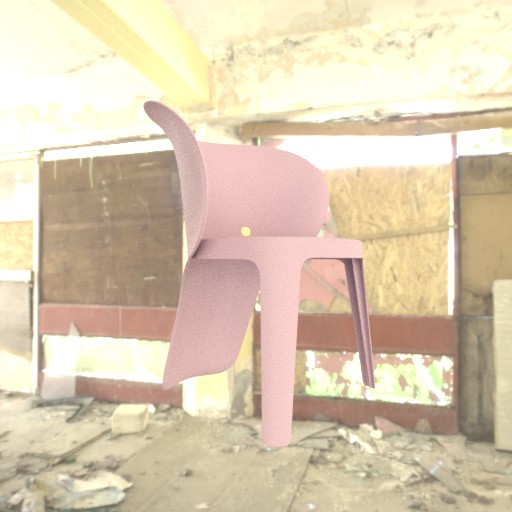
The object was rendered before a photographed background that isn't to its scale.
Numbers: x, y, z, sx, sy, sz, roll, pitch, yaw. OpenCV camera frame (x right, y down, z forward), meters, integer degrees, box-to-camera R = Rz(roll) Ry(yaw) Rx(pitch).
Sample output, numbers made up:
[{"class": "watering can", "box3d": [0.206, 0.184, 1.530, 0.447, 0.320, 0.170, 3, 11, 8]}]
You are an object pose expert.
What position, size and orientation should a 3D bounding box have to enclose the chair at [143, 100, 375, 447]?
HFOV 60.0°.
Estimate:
[{"class": "chair", "box3d": [0.000, 0.000, 0.886, 0.402, 0.554, 0.451, 0, -1, 36]}]
